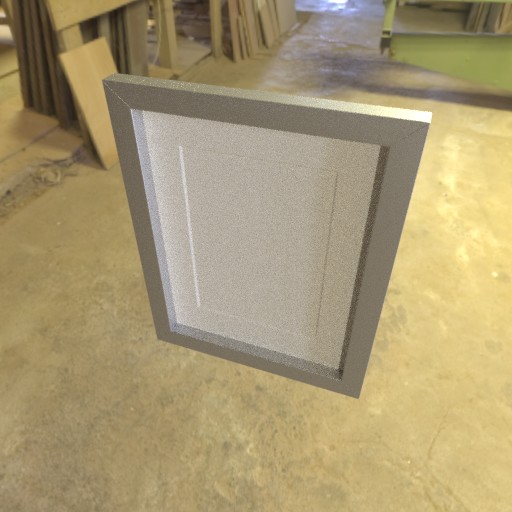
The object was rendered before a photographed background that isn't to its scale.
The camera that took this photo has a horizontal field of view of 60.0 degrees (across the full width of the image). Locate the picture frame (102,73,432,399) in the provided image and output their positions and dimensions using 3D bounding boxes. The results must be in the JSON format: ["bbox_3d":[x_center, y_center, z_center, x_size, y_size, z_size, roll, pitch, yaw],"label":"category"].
[{"bbox_3d":[0.000,0.000,0.527,0.307,0.386,0.036,13,41,15],"label":"picture frame"}]
